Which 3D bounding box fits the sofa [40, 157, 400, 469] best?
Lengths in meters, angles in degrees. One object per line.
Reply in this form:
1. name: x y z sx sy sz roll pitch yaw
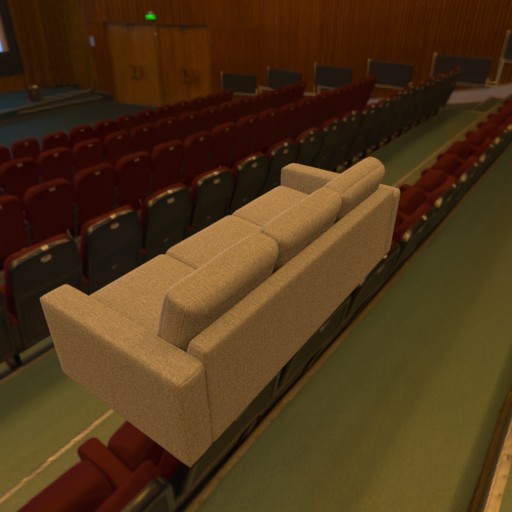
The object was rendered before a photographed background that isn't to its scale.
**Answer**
1. sofa: 0.000 0.000 2.566 0.900 0.800 2.120 21 38 30
